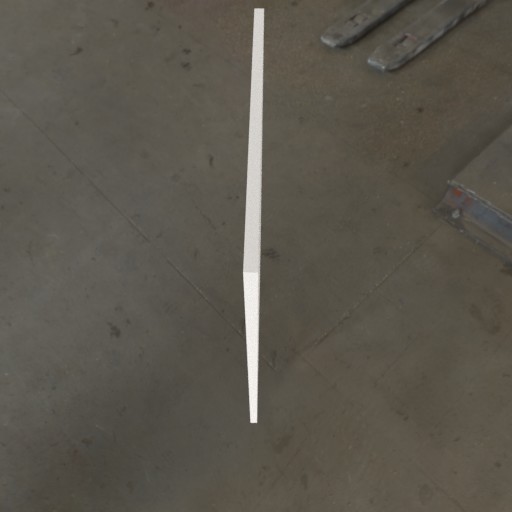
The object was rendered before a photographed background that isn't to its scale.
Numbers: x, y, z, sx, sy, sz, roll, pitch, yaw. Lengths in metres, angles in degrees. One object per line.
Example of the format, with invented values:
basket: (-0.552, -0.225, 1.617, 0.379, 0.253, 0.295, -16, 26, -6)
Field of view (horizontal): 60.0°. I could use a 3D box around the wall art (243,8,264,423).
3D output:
wall art: (0.000, 0.000, 0.586, 0.010, 0.474, 0.325, 1, 58, 1)
